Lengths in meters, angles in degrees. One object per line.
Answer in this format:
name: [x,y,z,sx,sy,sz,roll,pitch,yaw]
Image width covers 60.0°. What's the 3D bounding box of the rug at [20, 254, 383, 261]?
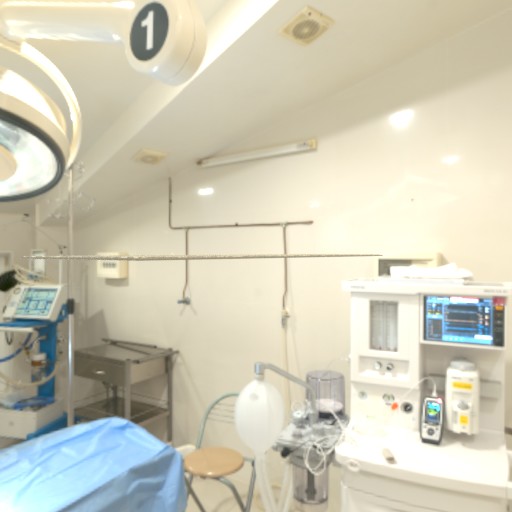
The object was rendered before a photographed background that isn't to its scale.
rug: [0.000,0.000,2.395,0.662,0.011,2.196,0,1,34]
